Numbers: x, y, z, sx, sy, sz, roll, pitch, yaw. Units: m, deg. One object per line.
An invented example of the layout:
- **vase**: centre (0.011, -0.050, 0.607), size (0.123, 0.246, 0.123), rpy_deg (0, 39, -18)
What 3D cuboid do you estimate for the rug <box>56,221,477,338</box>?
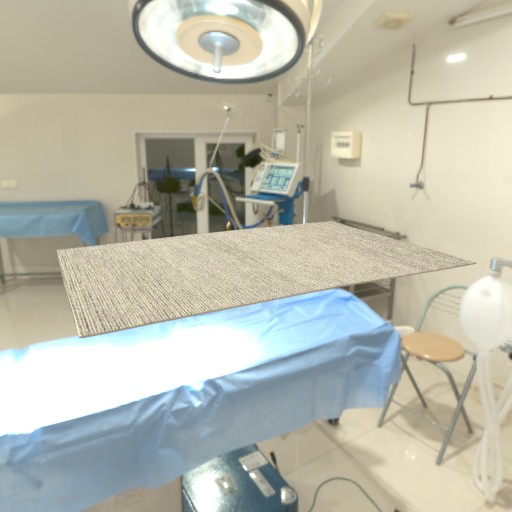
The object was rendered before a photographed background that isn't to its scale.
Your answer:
- **rug**: centre (0.000, 0.000, 2.246), size (1.804, 0.022, 1.162), rpy_deg (-8, 17, -25)
